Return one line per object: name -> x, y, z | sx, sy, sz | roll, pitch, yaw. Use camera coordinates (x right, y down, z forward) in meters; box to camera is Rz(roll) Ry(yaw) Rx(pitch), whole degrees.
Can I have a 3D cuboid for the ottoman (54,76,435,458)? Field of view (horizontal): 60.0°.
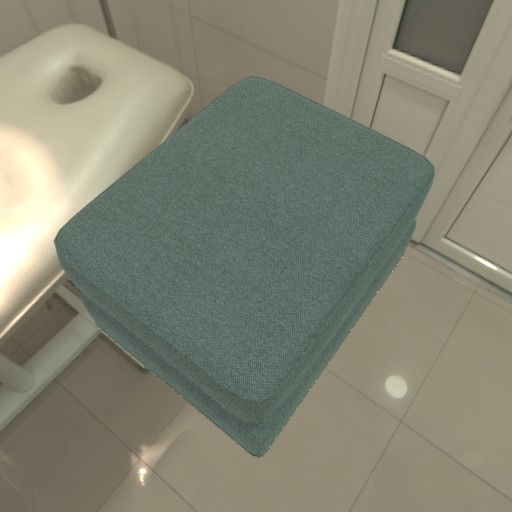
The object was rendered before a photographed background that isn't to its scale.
ottoman -> 0.000, 0.000, 1.144 | 0.589, 0.537, 0.738 | 33, 64, 18
